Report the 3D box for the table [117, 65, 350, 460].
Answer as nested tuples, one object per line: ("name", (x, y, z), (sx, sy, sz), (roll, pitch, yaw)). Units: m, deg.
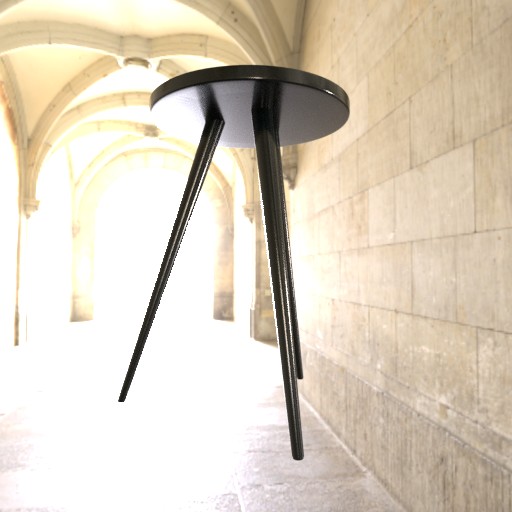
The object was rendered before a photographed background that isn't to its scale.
("table", (0.000, 0.000, 0.845), (0.403, 0.548, 0.415), (-1, -2, 35))
